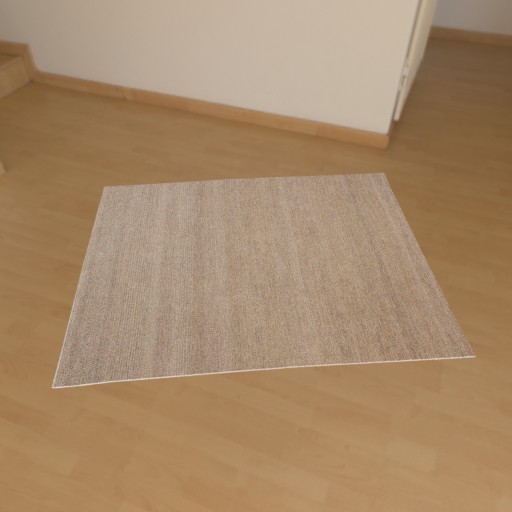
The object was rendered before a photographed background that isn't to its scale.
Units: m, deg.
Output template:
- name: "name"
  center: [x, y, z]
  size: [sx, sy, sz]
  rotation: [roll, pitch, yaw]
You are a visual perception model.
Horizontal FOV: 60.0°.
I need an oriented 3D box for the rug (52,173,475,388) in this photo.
- name: "rug"
  center: [0.000, 0.000, 4.222]
  size: [3.245, 0.046, 2.467]
  rotation: [-3, 46, -3]
